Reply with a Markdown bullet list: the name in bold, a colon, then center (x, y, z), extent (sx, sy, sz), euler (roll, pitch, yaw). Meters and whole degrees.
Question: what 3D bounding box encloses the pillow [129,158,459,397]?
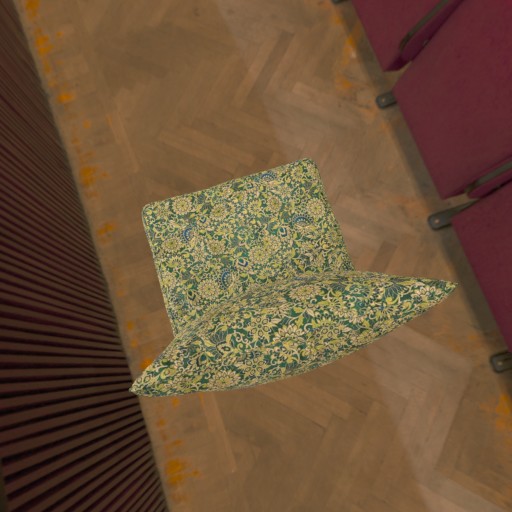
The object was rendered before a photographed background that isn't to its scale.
- **pillow**: center (0.000, 0.000, 1.372), extent (0.798, 0.722, 0.740), euler (-17, 77, -4)
